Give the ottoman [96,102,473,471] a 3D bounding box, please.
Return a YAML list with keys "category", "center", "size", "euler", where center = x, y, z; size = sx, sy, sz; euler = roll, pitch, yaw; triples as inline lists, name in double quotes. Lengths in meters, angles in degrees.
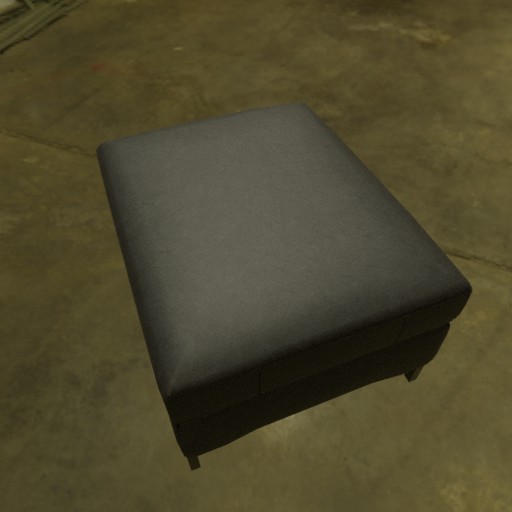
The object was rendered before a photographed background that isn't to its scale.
- category: "ottoman"
  center: [0.000, 0.000, 1.759]
  size: [0.967, 0.696, 1.187]
  euler: [-16, 50, -14]
